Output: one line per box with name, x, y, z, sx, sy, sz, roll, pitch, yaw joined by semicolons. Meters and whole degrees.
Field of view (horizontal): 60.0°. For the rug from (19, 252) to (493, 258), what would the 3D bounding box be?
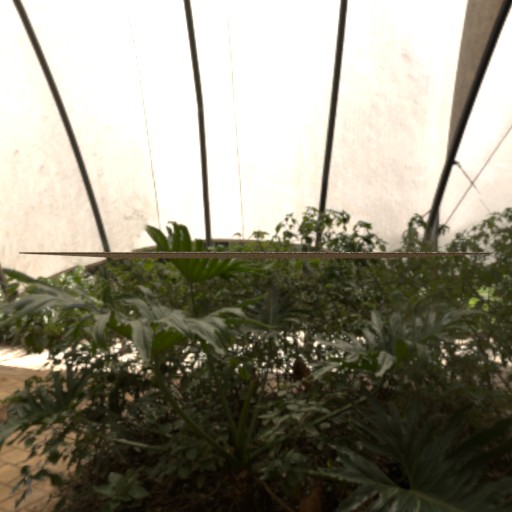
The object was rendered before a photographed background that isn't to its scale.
rug;0.000;0.000;3.692;2.890;0.013;2.005;0;-1;0
